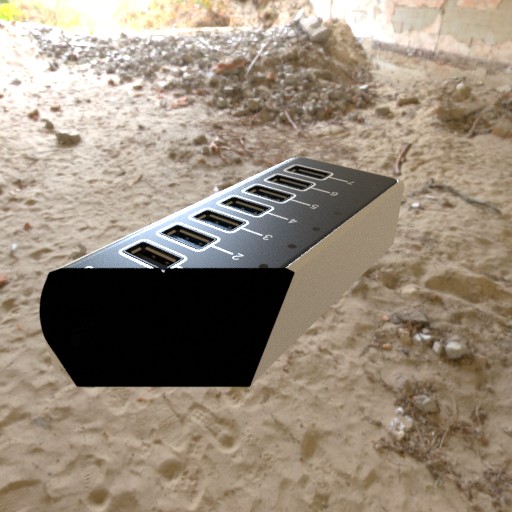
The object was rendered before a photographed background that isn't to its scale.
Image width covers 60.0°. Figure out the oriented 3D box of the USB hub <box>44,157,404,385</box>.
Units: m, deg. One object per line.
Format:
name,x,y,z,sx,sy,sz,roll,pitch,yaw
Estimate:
USB hub,0.000,0.000,0.127,0.044,0.023,0.110,21,37,31
